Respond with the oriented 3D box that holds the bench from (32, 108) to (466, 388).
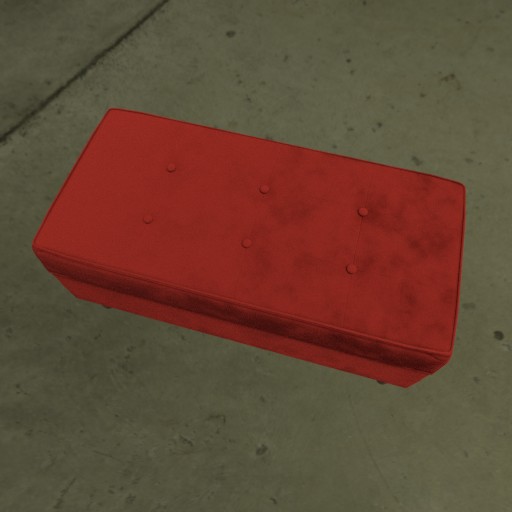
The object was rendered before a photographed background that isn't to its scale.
[{"bbox_3d":[0.000,0.000,1.295,1.016,0.471,0.492,14,64,7],"label":"bench"}]
